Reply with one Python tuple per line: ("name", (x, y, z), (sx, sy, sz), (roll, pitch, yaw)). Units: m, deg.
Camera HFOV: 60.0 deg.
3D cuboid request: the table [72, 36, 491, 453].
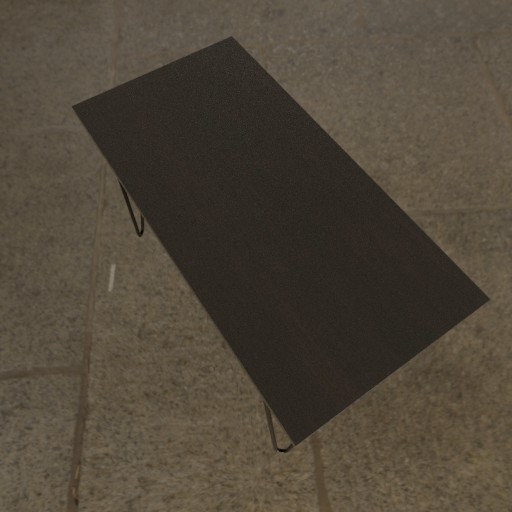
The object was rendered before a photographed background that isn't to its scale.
("table", (0.000, 0.000, 1.331), (0.499, 0.660, 0.991), (-31, 67, -15))
